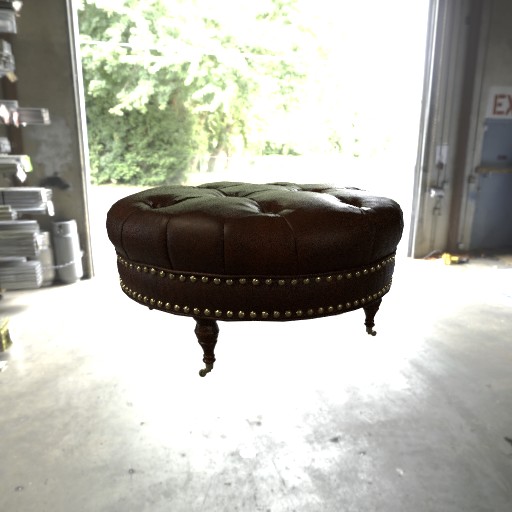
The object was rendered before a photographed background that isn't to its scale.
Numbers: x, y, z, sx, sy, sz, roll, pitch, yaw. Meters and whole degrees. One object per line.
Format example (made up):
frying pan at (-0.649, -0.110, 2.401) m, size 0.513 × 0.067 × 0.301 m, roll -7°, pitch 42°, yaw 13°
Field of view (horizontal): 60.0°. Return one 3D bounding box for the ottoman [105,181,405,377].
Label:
ottoman at (0.000, 0.000, 1.421) m, size 0.901 × 0.455 × 0.901 m, roll 0°, pitch 14°, yaw 0°
